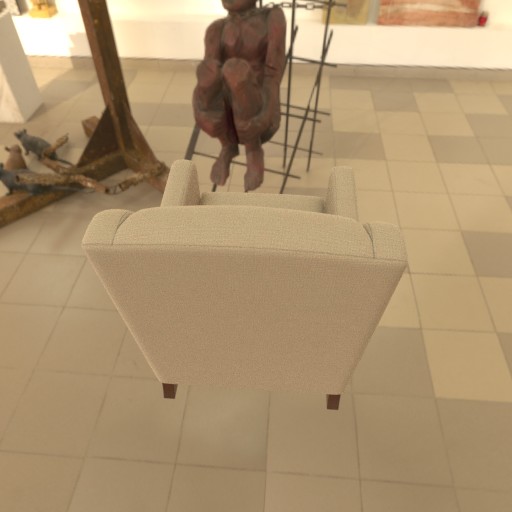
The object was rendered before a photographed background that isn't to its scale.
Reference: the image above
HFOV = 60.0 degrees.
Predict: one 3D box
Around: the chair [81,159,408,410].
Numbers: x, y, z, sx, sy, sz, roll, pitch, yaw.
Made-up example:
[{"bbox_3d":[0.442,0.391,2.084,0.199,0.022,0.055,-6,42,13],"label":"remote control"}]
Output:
[{"bbox_3d":[0.000,0.000,1.585,0.715,1.017,0.896,3,47,3],"label":"chair"}]
